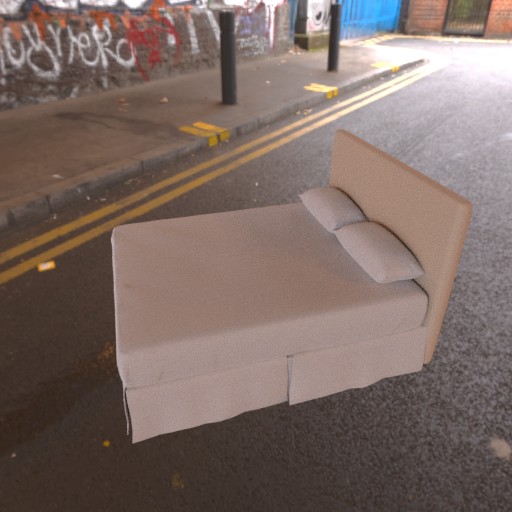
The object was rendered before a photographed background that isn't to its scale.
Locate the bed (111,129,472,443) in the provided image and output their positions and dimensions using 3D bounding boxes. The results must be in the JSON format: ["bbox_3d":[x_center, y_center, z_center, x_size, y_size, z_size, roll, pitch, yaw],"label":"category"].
[{"bbox_3d":[0.000,0.000,3.293,2.142,1.330,1.748,-9,32,-14],"label":"bed"}]
